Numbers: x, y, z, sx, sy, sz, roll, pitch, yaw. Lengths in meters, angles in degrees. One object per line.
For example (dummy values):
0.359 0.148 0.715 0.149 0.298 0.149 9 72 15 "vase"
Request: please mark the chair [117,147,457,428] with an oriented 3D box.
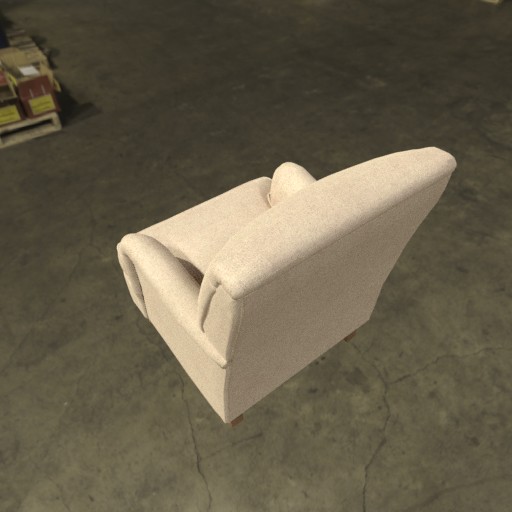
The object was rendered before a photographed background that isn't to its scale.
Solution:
0.000 0.000 1.798 0.879 1.119 0.953 -29 52 -26 "chair"
